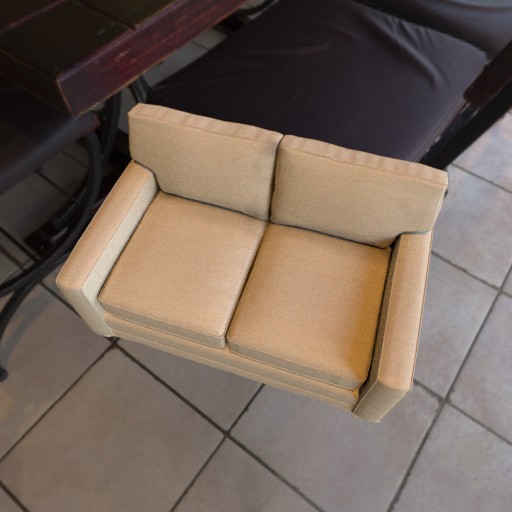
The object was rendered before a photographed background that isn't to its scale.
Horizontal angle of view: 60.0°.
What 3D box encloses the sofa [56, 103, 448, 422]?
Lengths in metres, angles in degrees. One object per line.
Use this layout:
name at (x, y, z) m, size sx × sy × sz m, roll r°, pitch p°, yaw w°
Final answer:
sofa at (0.000, 0.000, 2.057) m, size 1.484 × 0.853 × 0.942 m, roll 15°, pitch 59°, yaw 10°
